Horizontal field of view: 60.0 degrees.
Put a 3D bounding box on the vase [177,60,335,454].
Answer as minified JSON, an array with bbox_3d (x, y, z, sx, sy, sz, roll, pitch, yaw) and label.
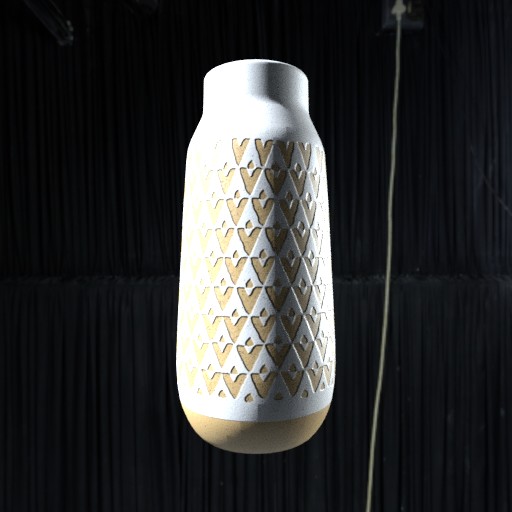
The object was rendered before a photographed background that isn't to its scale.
[{"bbox_3d":[0.000,0.000,0.389,0.137,0.307,0.137,0,0,0],"label":"vase"}]
